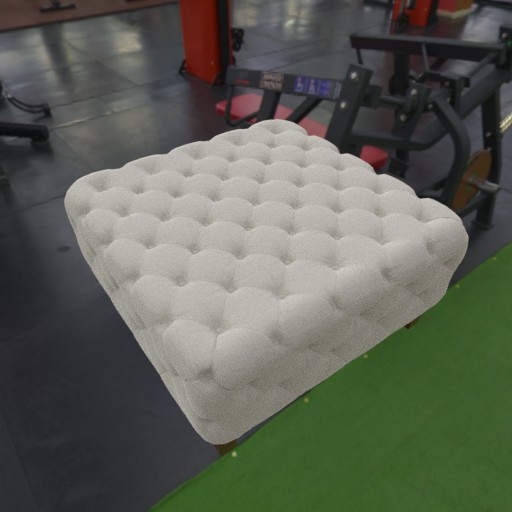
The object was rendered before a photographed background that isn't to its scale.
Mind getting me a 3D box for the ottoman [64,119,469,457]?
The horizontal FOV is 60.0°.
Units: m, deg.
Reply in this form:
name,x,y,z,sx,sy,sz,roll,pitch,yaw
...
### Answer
name,x,y,z,sx,sy,sz,roll,pitch,yaw
ottoman,0.000,0.000,1.192,0.753,0.376,0.755,-25,47,-26
